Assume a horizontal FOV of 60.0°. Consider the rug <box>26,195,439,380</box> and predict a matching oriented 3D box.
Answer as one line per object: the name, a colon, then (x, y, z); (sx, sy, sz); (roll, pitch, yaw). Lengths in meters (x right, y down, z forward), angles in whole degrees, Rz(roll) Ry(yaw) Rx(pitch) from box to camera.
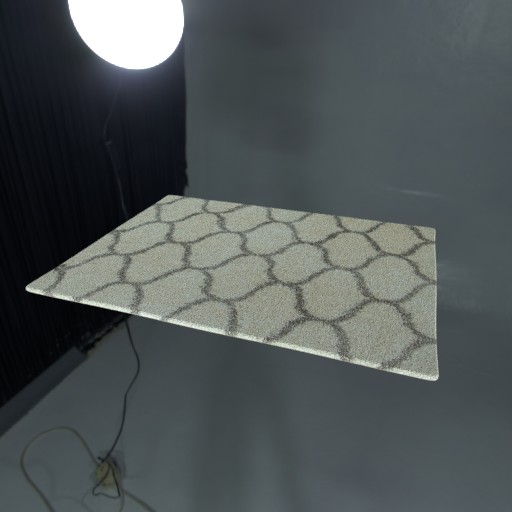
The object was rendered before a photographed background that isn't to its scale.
rug: (0.000, 0.000, 2.090); (1.600, 0.025, 1.200); (9, 29, 17)
